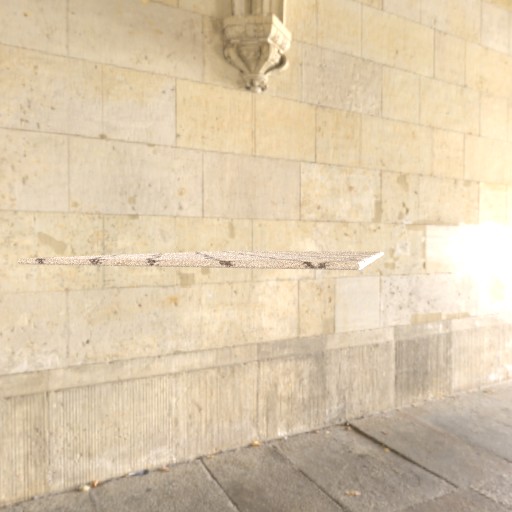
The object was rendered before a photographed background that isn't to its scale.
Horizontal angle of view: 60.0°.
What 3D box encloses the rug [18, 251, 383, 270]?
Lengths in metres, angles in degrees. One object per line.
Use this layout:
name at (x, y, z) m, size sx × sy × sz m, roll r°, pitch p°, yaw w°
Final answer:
rug at (0.000, 0.000, 3.372) m, size 1.778 × 0.030 × 2.743 m, roll 0°, pitch 2°, yaw 18°
